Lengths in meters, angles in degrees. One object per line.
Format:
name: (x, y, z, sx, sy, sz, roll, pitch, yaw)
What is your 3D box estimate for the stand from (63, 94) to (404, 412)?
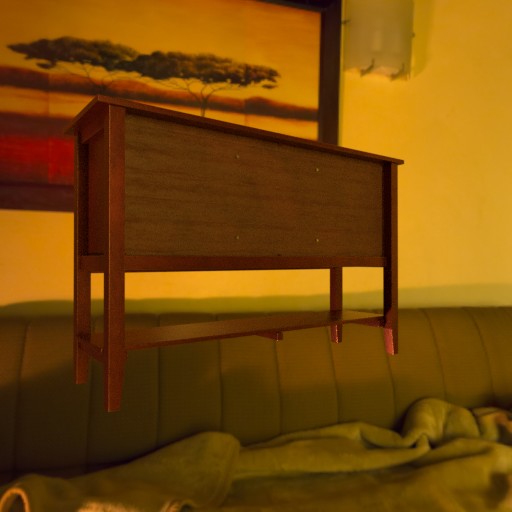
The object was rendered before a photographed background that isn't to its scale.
stand: (0.000, 0.000, 1.765, 1.362, 0.872, 0.410, 0, -1, -36)
